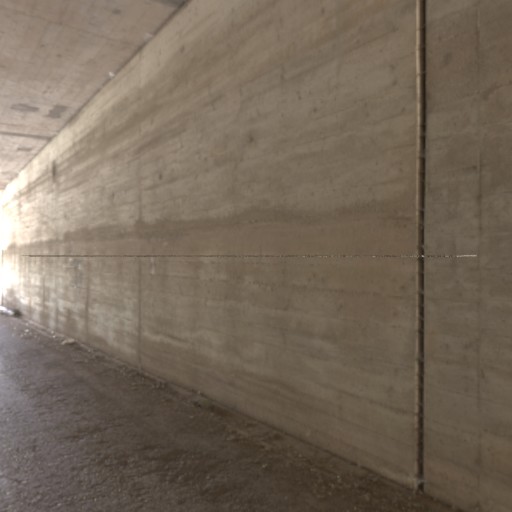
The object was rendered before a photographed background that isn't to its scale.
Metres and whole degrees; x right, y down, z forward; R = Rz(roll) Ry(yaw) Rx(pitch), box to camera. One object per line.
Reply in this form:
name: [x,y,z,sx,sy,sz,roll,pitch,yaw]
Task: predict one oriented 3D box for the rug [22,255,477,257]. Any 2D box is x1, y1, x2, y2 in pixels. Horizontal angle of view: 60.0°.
rug: [0.000,0.000,2.969,2.440,0.010,1.528,0,0,17]
